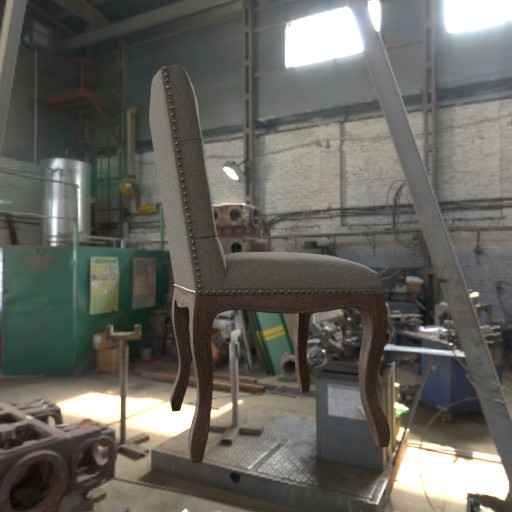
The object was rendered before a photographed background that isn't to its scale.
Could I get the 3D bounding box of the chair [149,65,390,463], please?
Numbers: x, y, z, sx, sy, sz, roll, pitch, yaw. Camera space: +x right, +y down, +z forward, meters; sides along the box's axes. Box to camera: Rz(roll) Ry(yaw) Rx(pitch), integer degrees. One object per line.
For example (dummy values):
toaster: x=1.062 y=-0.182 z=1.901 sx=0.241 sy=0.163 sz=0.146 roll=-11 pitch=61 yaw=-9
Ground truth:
chair: x=0.000 y=0.000 z=1.584 sx=0.731 sy=1.191 sz=0.637 roll=0 pitch=-1 yaw=-18
